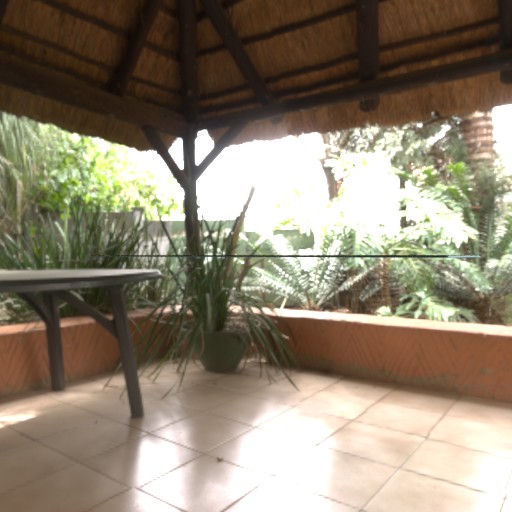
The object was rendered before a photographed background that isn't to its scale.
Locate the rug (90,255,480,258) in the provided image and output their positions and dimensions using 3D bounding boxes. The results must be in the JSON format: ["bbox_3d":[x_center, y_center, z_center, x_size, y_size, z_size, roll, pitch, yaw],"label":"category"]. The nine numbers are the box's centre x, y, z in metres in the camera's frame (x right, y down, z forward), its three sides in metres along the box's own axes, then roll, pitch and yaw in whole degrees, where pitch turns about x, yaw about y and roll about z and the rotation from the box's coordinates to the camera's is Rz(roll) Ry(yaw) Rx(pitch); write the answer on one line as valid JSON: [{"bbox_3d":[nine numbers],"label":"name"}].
[{"bbox_3d":[0.000,0.000,2.514,2.196,0.011,0.662,0,0,36],"label":"rug"}]
